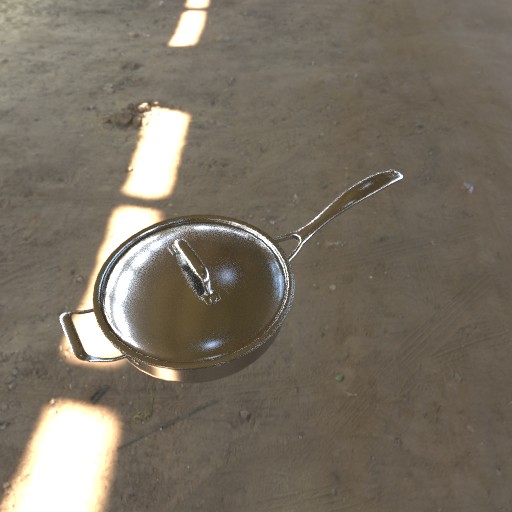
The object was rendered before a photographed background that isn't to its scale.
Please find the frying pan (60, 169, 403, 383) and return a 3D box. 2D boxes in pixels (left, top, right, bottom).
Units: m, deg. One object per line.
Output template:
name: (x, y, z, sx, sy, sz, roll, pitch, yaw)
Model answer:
frying pan: (0.000, 0.000, 0.665, 0.561, 0.114, 0.280, -24, 51, -22)
